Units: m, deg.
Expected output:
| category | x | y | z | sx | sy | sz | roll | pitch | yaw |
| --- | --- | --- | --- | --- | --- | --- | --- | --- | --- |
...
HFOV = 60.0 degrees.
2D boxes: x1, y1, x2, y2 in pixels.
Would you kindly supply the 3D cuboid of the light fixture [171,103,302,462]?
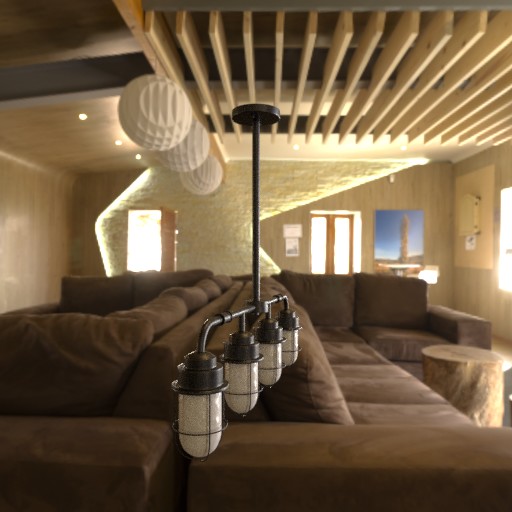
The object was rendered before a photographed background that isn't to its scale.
| category | x | y | z | sx | sy | sz | roll | pitch | yaw |
| --- | --- | --- | --- | --- | --- | --- | --- | --- | --- |
| light fixture | 0.000 | 0.000 | 1.206 | 0.131 | 0.785 | 0.852 | 0 | 0 | 17 |
